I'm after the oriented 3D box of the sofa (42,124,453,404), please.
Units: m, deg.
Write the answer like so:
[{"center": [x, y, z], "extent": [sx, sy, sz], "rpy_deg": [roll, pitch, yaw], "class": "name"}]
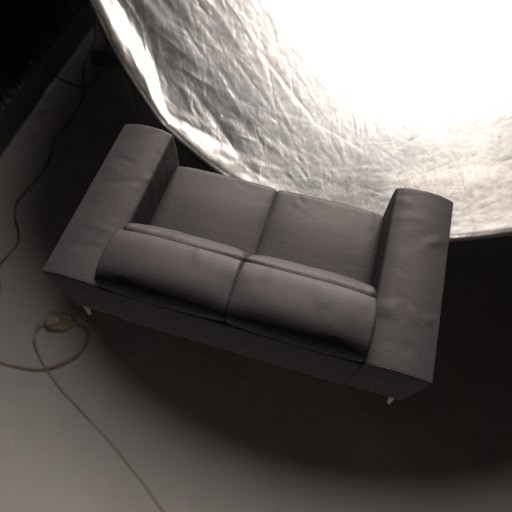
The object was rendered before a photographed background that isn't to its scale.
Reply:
[{"center": [0.000, 0.000, 2.432], "extent": [1.895, 0.779, 1.003], "rpy_deg": [15, 64, 7], "class": "sofa"}]
